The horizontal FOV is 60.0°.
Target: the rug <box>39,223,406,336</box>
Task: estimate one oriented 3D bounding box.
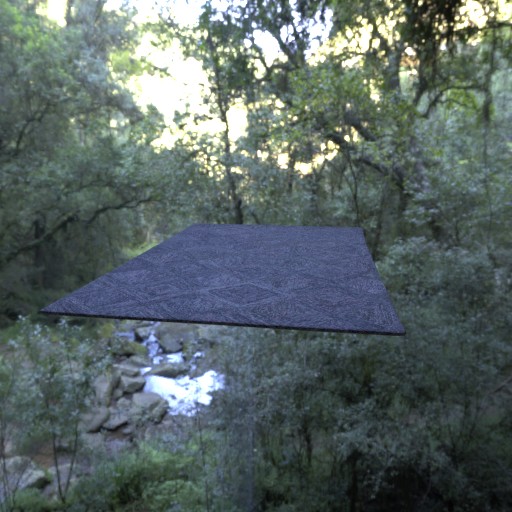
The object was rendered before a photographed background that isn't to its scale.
[{"bbox_3d":[0.000,0.000,2.185,1.158,0.013,1.752,2,14,9],"label":"rug"}]
